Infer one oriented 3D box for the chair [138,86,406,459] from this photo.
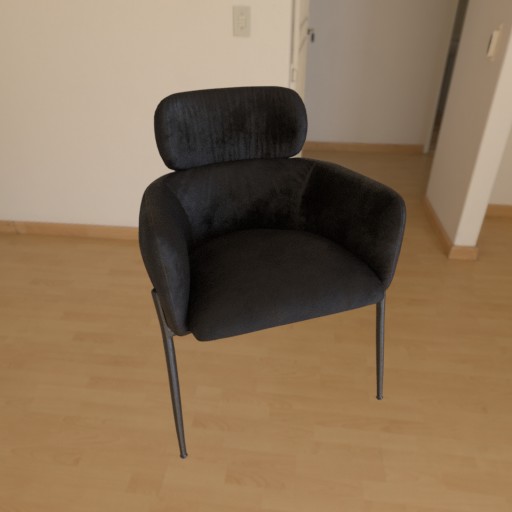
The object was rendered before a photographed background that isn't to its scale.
[{"bbox_3d":[0.000,0.000,1.275,0.640,0.818,0.604,-10,33,-16],"label":"chair"}]
